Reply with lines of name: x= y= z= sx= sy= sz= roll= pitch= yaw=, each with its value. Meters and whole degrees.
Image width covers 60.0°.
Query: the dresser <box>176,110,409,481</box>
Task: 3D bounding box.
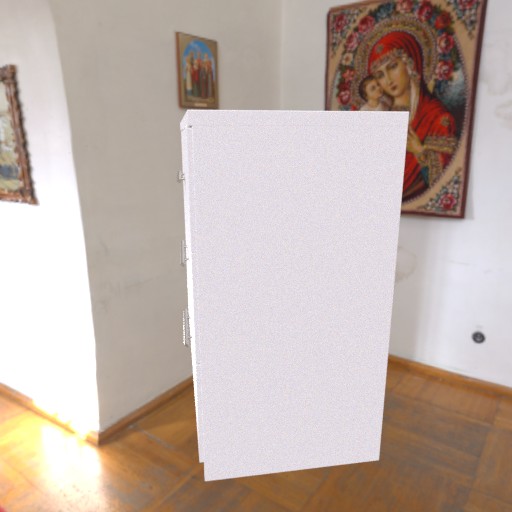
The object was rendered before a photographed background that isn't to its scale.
dresser: x=0.000 y=0.000 z=1.252 sx=0.420 sy=0.740 sz=0.830 roll=-2 pitch=15 yaw=-9
